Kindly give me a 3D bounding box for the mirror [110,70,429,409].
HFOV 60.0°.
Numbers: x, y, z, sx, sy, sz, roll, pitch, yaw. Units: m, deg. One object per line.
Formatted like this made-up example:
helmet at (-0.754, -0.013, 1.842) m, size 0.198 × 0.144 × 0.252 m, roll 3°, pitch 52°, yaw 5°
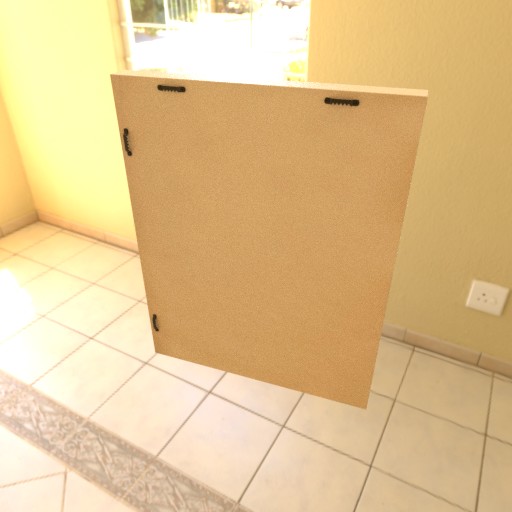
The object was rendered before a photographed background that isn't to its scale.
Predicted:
mirror at (0.000, 0.000, 0.682) m, size 0.405 × 0.508 × 0.041 m, roll 11°, pitch 33°, yaw 16°
